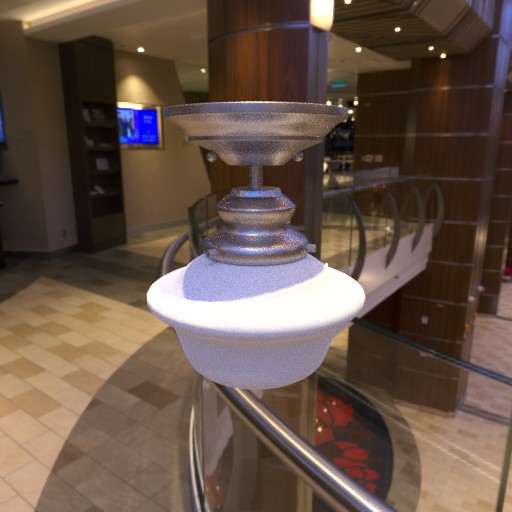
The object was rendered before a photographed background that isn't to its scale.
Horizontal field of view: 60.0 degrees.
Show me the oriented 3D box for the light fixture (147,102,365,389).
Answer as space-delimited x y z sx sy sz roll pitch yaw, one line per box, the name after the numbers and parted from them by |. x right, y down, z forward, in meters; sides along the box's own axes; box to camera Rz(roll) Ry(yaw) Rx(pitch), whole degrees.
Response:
0.000 0.000 0.405 0.199 0.254 0.199 0 14 0 | light fixture
